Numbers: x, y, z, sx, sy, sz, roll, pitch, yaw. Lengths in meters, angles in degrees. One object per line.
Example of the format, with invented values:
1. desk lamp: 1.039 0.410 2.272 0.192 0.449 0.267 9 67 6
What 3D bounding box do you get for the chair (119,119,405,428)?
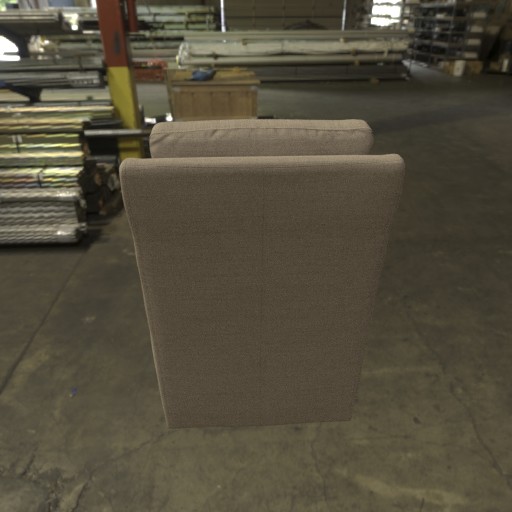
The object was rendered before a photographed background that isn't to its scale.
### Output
1. chair: 0.000 0.000 1.379 0.626 0.914 0.694 -1 29 -3
